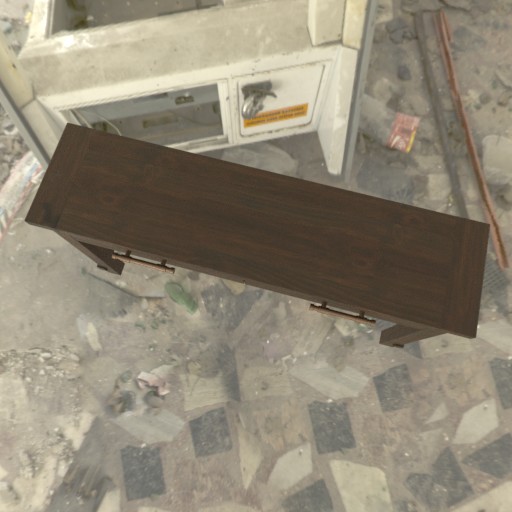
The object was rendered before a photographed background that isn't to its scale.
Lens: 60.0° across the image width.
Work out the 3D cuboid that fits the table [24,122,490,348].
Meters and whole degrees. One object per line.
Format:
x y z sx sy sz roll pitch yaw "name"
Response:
0.000 0.000 1.927 1.599 0.762 0.442 14 74 4 "table"
